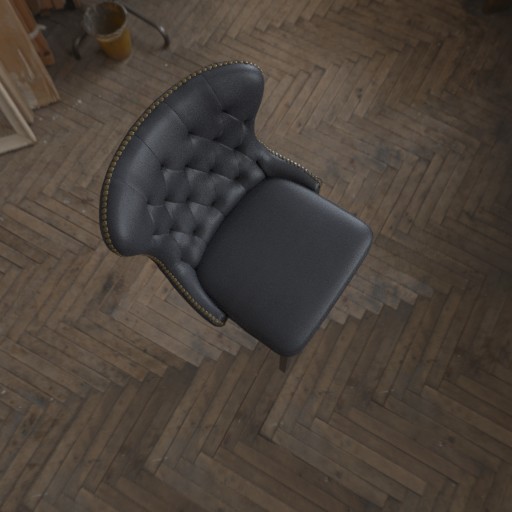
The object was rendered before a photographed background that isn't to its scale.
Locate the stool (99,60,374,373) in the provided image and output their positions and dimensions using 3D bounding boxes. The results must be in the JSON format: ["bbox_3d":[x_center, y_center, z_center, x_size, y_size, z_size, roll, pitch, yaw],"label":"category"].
[{"bbox_3d":[0.000,0.000,1.385,0.601,1.050,0.528,34,78,9],"label":"stool"}]
